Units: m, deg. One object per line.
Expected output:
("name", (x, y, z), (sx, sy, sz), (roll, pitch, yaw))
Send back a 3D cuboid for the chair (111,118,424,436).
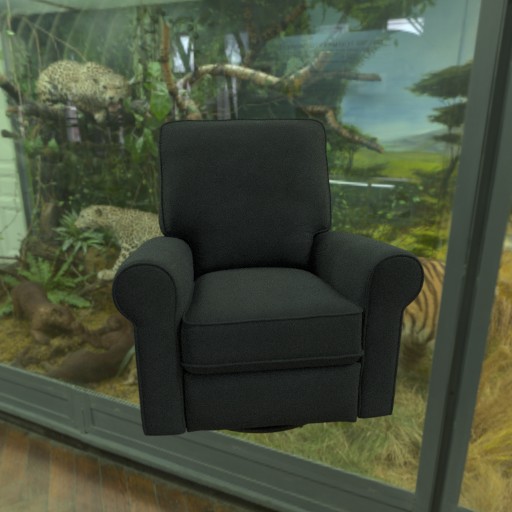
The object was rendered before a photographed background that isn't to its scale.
("chair", (0.000, 0.000, 1.622), (0.890, 0.961, 0.878), (-2, 17, -7))
